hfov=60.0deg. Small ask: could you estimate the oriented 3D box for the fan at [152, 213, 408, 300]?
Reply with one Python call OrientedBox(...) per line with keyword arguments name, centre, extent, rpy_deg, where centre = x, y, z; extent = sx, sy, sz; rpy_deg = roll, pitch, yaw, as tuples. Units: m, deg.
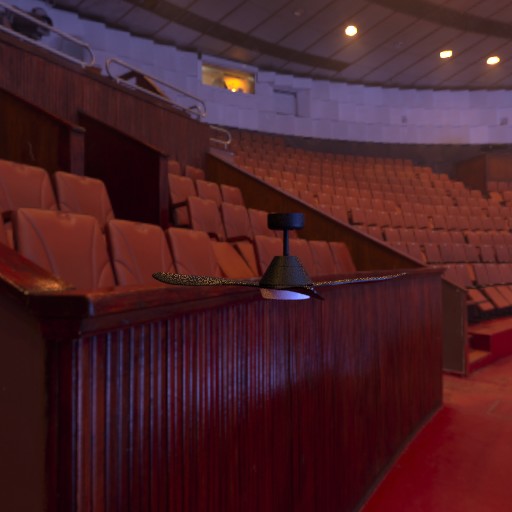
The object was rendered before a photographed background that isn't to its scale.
OrientedBox(name="fan", centre=(0.000, 0.000, 1.610), extent=(1.067, 0.305, 1.067), rpy_deg=(0, 0, 18))
